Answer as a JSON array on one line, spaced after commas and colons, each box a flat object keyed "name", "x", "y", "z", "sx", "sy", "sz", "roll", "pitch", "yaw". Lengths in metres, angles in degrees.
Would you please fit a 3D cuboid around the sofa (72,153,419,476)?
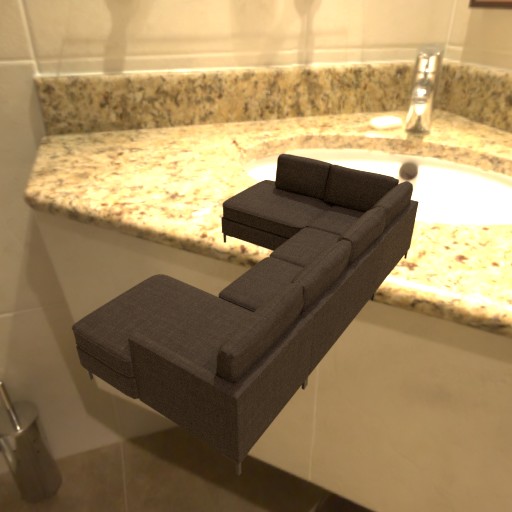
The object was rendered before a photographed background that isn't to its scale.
[{"name": "sofa", "x": 0.000, "y": 0.000, "z": 4.285, "sx": 2.048, "sy": 0.999, "sz": 3.423, "roll": 19, "pitch": 36, "yaw": 29}]
